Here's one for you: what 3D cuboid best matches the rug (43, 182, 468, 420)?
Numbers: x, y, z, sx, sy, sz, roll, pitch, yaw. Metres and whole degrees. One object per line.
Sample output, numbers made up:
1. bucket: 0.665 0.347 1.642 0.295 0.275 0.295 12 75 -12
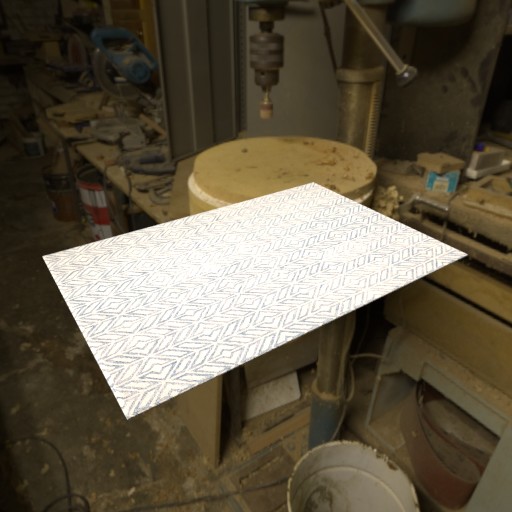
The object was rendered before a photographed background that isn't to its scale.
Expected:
1. rug: 0.000 0.000 2.288 1.824 0.008 1.220 -19 36 -29
